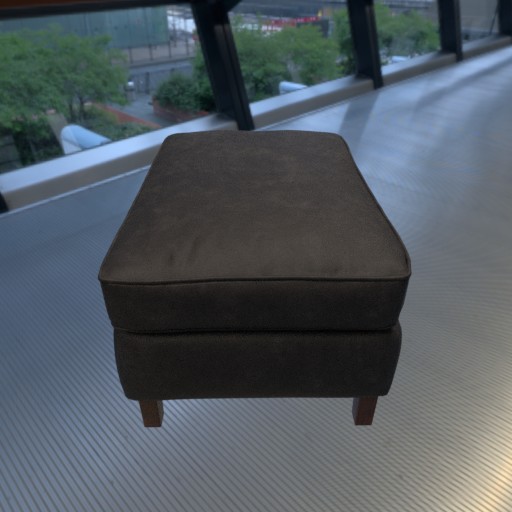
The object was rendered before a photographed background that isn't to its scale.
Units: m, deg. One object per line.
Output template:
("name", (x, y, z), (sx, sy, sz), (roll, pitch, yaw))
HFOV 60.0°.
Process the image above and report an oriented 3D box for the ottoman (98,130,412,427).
("ottoman", (0.000, 0.000, 0.986), (0.501, 0.413, 0.665), (0, 33, 0))
